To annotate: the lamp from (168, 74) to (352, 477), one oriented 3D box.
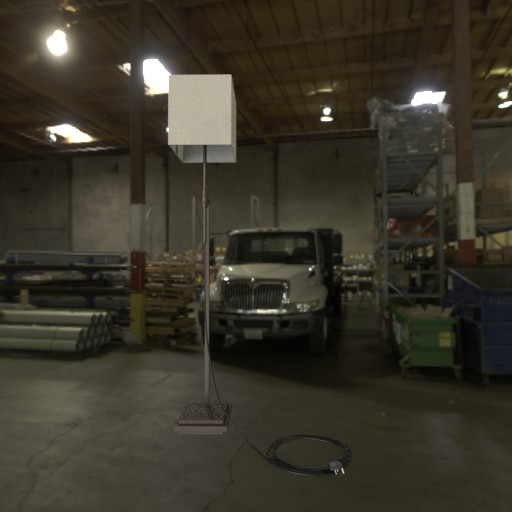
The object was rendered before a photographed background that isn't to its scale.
[{"bbox_3d":[0.000,0.000,1.948,0.774,1.600,0.698,0,-1,1],"label":"lamp"}]
